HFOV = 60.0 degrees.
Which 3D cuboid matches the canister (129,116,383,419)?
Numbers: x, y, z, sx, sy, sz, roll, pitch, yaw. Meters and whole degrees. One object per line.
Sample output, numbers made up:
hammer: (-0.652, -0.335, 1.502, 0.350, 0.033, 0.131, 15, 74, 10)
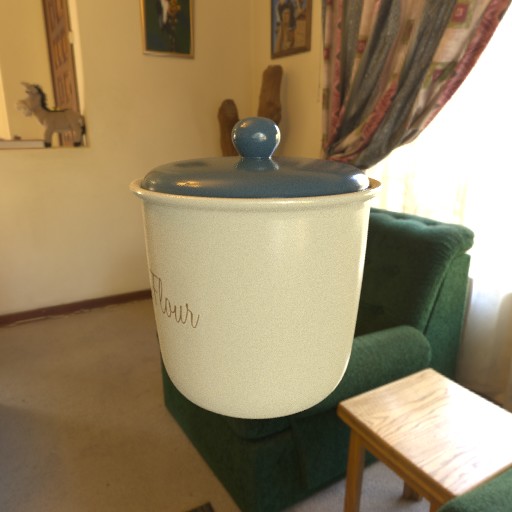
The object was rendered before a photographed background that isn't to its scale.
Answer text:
canister: (0.000, 0.000, 0.346, 0.182, 0.208, 0.182, 0, 16, 0)
